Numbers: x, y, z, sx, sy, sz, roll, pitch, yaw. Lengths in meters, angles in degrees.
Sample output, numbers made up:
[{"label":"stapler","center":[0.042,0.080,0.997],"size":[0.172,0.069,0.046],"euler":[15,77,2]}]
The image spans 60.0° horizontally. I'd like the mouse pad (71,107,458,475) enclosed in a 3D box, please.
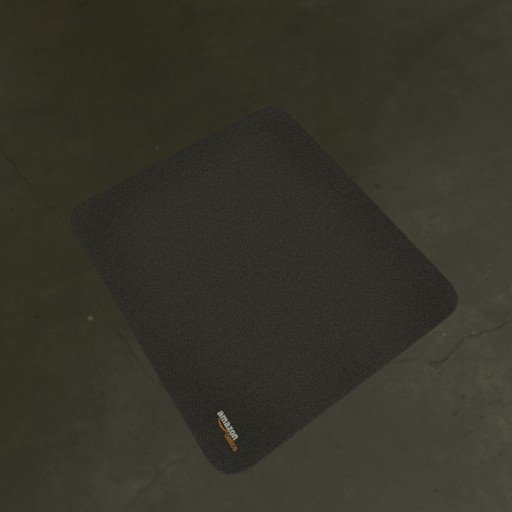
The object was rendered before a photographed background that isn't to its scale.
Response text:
[{"label":"mouse pad","center":[0.000,0.000,0.326],"size":[0.203,0.003,0.229],"euler":[-32,68,-14]}]
